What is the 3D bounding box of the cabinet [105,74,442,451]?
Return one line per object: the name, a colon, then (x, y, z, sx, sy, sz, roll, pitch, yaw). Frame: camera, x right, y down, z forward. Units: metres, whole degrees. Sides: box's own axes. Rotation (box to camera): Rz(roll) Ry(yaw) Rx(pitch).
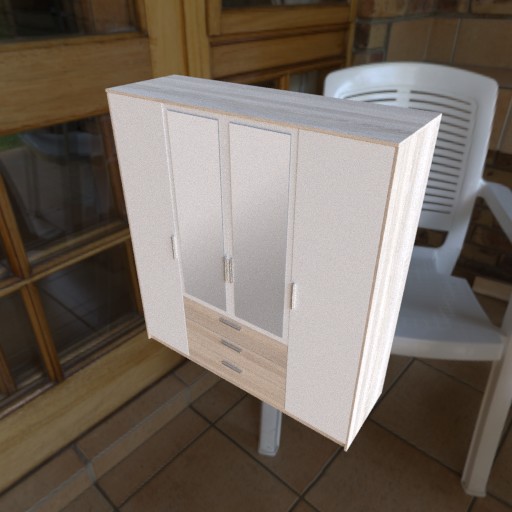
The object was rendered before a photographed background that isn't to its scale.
cabinet: (0.000, 0.000, 3.031, 1.870, 2.060, 0.620, 21, 37, 30)
